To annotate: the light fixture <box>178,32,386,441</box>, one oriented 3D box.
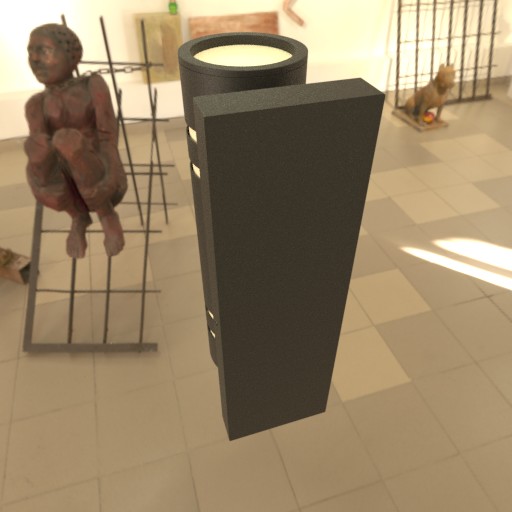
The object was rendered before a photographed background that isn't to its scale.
[{"bbox_3d":[0.000,0.000,0.394,0.105,0.330,0.149,-12,42,-13],"label":"light fixture"}]
